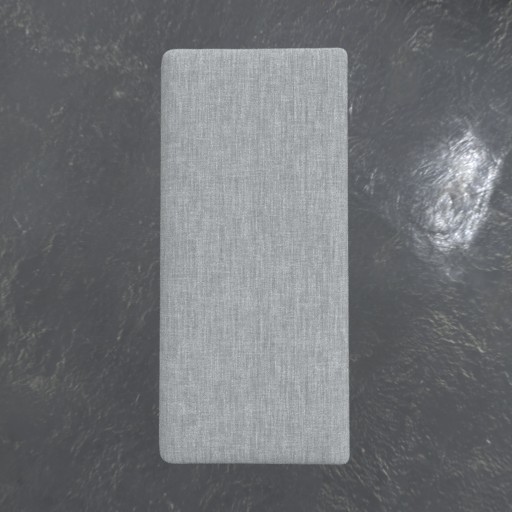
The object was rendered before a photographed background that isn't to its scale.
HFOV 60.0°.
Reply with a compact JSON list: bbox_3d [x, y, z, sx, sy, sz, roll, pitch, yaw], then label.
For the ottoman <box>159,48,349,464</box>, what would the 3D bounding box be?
[{"bbox_3d":[0.000,0.000,1.124,0.419,0.432,0.902,0,89,1],"label":"ottoman"}]
